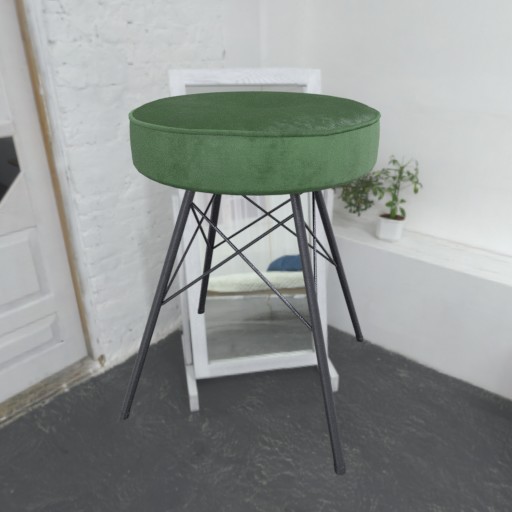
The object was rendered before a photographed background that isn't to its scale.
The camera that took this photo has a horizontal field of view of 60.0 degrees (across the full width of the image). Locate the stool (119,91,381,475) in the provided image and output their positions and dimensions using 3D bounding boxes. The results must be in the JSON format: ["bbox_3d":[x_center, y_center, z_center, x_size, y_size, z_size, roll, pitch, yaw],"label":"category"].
[{"bbox_3d":[0.000,0.000,0.890,0.457,0.595,0.430,8,27,15],"label":"stool"}]
